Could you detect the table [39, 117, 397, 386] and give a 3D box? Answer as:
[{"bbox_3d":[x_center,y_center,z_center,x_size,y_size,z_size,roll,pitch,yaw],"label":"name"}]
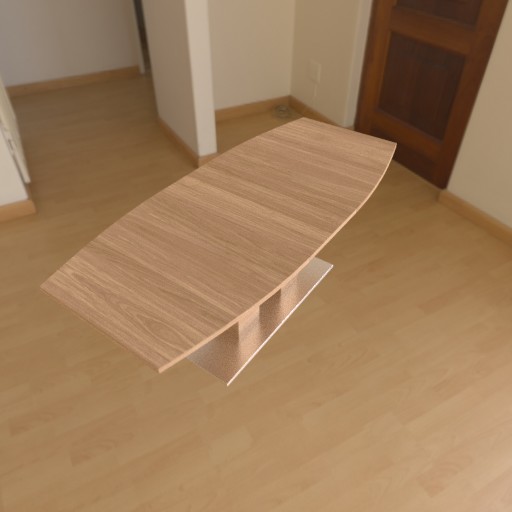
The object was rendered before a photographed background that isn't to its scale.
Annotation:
[{"bbox_3d":[0.000,0.000,2.487,0.900,0.750,2.032,25,46,26],"label":"table"}]
